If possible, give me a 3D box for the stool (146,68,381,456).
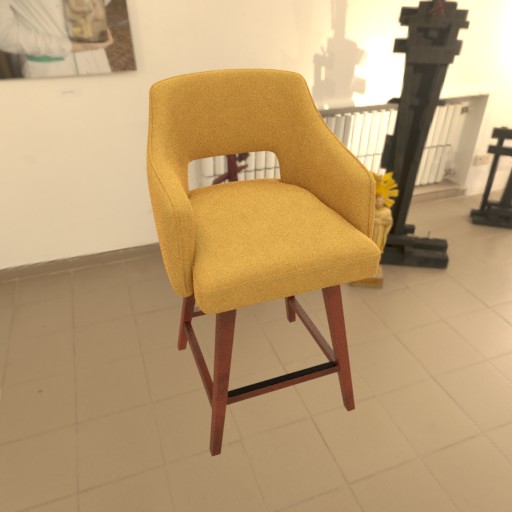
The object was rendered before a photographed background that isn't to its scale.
[{"bbox_3d":[0.000,0.000,1.281,0.548,0.924,0.558,-11,34,-17],"label":"stool"}]
